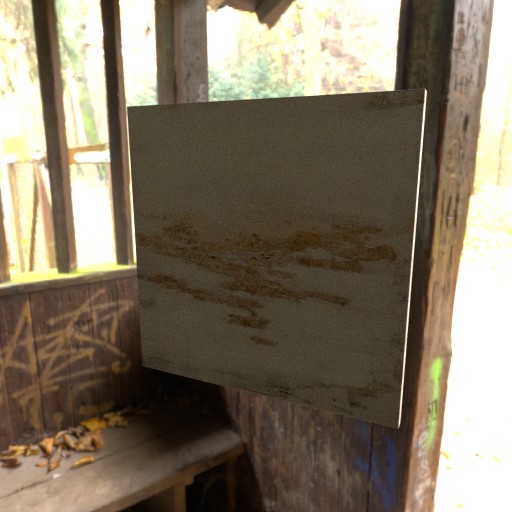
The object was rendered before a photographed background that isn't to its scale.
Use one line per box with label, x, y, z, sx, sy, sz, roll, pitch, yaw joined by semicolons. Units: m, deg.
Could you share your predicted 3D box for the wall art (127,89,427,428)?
wall art;0.000;0.000;1.520;1.015;1.018;0.040;6;14;25
